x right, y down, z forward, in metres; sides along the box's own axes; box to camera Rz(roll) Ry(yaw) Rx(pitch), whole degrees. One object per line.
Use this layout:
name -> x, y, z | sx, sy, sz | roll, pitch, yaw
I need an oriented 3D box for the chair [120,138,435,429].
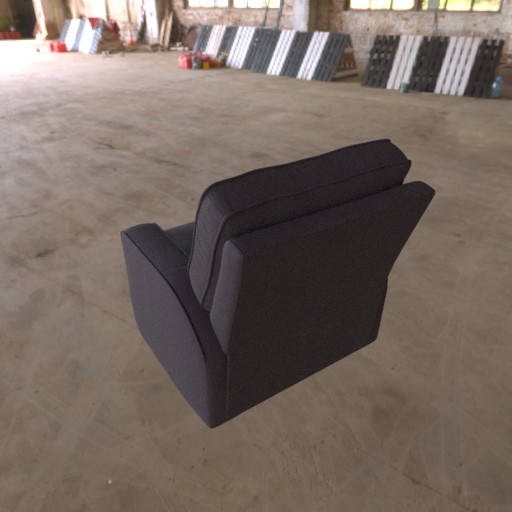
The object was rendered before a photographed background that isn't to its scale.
chair -> 0.000, 0.000, 1.751 | 0.861, 0.962, 0.964 | -19, 35, -29
